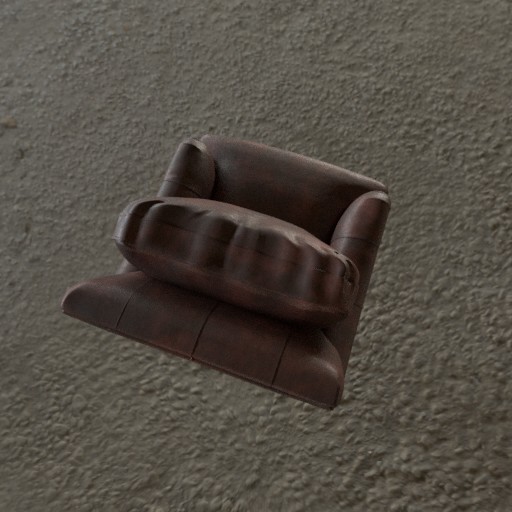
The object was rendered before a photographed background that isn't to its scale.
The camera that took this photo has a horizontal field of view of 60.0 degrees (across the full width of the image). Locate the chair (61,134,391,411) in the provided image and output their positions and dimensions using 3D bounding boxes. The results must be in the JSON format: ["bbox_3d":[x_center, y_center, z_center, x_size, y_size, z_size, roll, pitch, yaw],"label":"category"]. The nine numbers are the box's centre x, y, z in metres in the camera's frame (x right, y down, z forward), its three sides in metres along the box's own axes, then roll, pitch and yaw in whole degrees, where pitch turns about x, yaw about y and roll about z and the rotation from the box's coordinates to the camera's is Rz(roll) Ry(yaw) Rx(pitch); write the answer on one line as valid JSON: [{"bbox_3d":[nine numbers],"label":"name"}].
[{"bbox_3d":[0.000,0.000,1.935,0.987,1.051,1.156,18,67,8],"label":"chair"}]
